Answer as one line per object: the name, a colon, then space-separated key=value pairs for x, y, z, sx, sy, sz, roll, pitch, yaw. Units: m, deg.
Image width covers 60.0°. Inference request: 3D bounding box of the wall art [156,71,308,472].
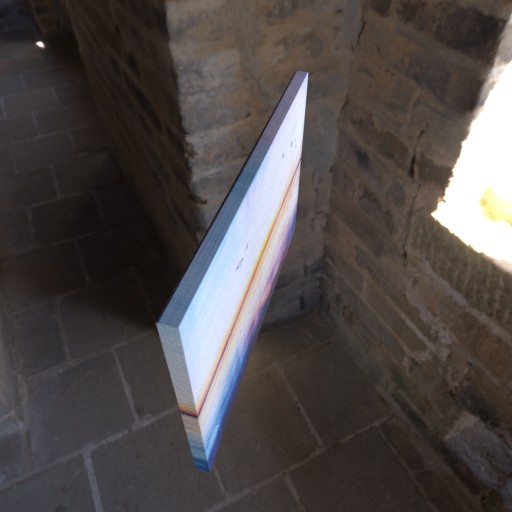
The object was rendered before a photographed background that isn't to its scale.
wall art: x=0.000 y=0.000 z=1.170 sx=0.037 sy=0.605 sz=0.911 roll=12 pitch=47 yaw=12
